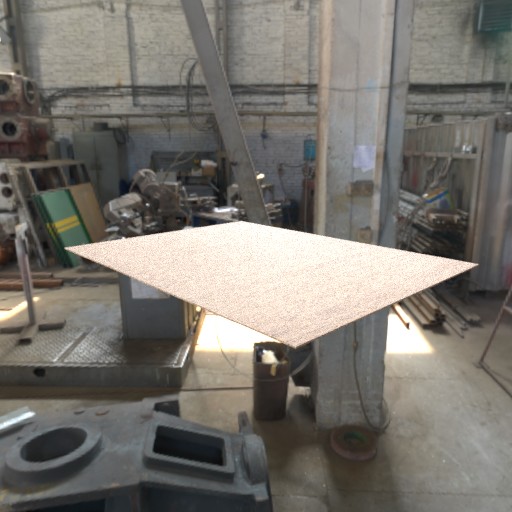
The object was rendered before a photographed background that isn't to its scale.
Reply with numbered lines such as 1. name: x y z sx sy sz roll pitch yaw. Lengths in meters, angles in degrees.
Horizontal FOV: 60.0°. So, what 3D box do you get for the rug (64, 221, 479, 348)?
1. rug: 0.000 0.000 4.264 2.448 0.013 3.205 -13 19 -42
